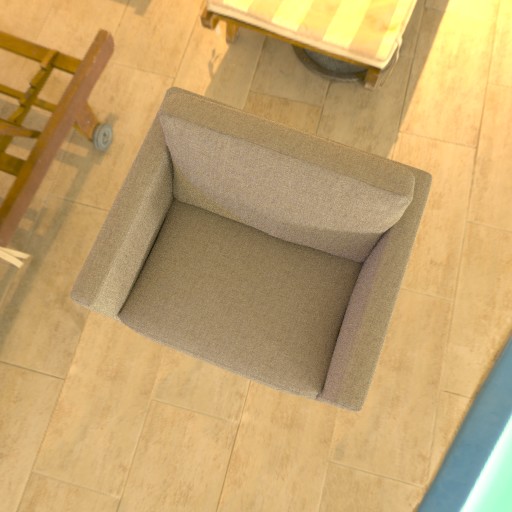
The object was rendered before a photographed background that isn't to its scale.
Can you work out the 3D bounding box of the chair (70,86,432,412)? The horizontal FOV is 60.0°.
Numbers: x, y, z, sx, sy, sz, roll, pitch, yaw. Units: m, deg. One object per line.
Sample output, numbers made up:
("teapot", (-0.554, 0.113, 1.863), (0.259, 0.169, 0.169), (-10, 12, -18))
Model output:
("chair", (0.000, 0.000, 1.869), (1.107, 0.961, 0.959), (20, 76, 5))
